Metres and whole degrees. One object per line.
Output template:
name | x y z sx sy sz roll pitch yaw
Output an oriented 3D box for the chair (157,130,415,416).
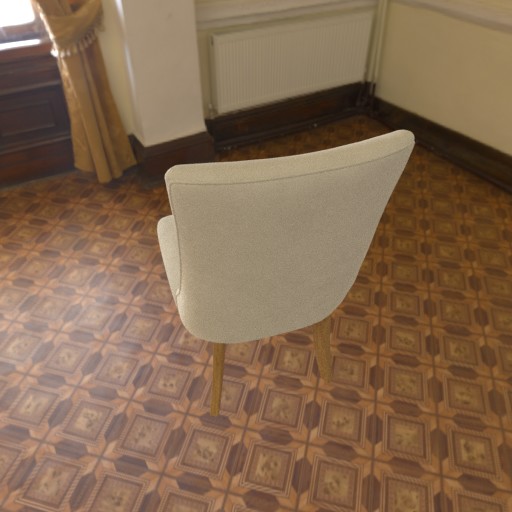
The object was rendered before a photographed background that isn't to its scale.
chair | 0.000 0.000 1.245 0.495 0.902 0.610 -12 42 -13
